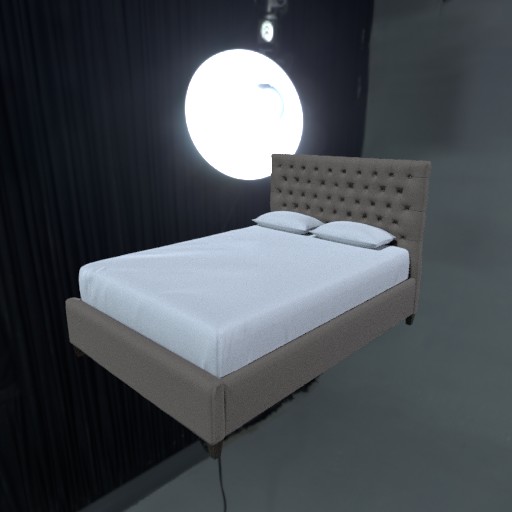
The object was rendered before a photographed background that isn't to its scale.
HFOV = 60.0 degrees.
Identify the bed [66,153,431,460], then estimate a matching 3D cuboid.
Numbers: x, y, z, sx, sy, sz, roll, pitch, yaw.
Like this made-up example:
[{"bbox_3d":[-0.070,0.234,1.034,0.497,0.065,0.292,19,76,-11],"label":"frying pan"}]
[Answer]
[{"bbox_3d":[0.000,0.000,3.483,1.698,1.427,2.387,15,22,42],"label":"bed"}]
